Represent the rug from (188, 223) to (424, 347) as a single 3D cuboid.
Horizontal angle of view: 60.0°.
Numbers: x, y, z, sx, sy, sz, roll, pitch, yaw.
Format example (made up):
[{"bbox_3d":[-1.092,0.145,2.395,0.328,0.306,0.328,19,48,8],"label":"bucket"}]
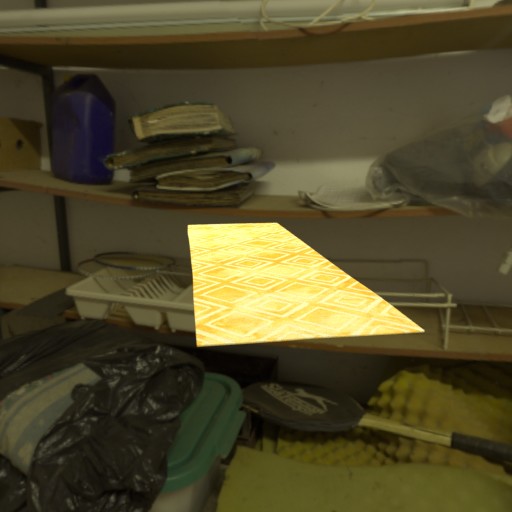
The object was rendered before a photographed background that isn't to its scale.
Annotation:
[{"bbox_3d":[0.000,0.000,2.610,0.775,0.010,2.438,-2,13,-9],"label":"rug"}]
